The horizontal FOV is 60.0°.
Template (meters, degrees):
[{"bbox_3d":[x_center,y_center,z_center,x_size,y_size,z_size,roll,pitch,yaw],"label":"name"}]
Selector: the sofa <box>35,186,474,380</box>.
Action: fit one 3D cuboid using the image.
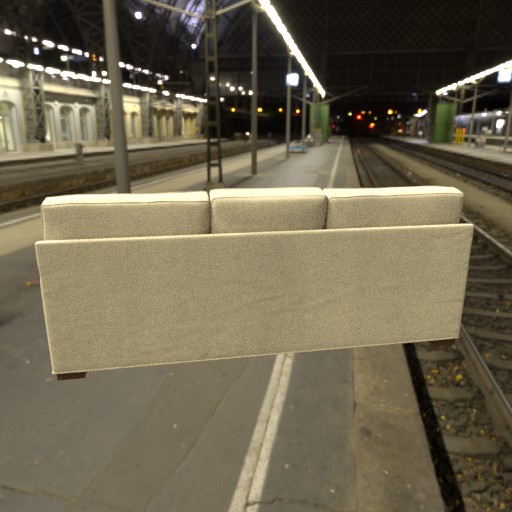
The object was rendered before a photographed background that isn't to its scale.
[{"bbox_3d":[0.000,0.000,2.558,2.093,0.862,0.936,-3,16,-10],"label":"sofa"}]
